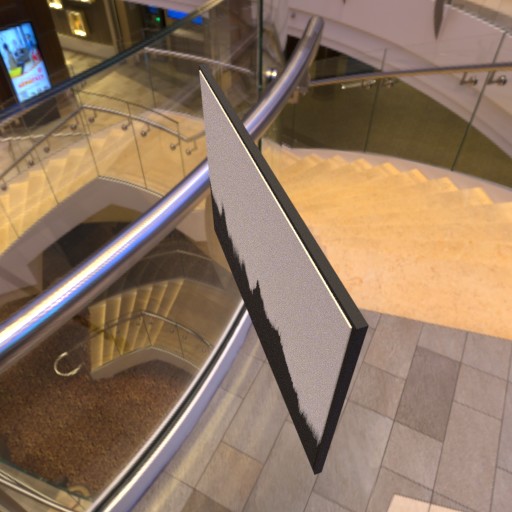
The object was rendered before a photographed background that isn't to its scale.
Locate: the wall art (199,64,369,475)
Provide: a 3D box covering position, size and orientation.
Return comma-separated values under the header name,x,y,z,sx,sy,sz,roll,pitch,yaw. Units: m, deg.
name,x,y,z,sx,sy,sz,roll,pitch,yaw
wall art,0.000,0.000,1.488,0.028,0.805,1.190,-14,48,-13
